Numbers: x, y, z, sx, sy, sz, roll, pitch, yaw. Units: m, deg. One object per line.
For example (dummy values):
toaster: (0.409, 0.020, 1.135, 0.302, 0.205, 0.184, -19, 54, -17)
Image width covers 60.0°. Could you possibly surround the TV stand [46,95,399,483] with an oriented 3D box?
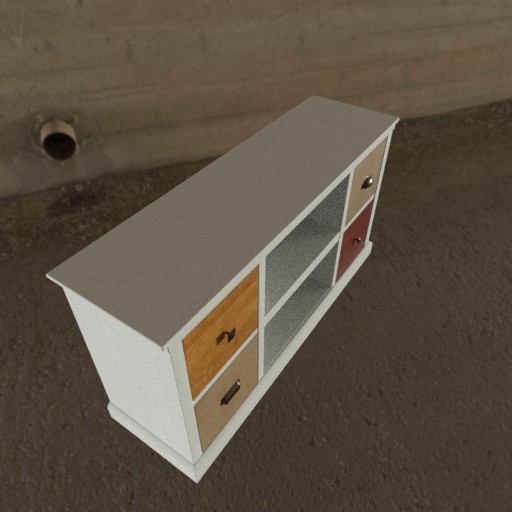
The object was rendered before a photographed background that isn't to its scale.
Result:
TV stand: (0.000, 0.000, 1.471, 0.424, 0.624, 1.187, 25, 47, 25)
